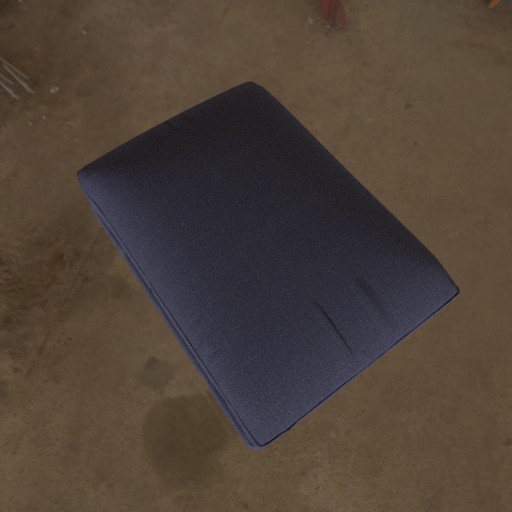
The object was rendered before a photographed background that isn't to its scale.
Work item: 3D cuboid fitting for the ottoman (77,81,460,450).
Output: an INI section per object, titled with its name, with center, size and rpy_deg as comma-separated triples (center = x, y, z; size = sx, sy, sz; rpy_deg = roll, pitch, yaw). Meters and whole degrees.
[ottoman]
center = 0.000, 0.000, 1.135
size = 0.558, 0.486, 0.767
rpy_deg = -33, 68, -15
